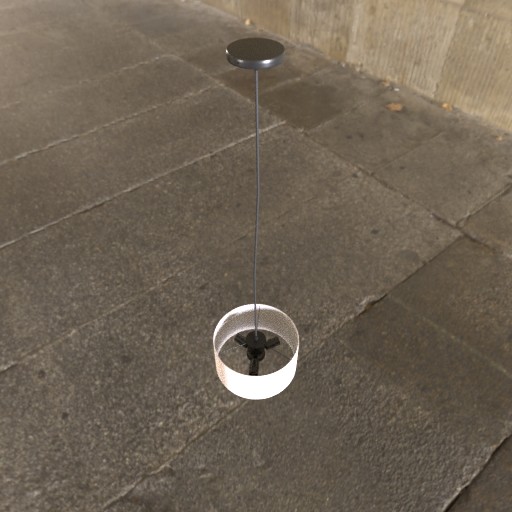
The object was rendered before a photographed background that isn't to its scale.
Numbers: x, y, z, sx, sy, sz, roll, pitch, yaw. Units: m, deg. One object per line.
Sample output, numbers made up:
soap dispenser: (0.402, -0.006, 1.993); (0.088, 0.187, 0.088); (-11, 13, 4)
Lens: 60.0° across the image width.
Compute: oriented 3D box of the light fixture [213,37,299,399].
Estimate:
light fixture: (0.000, 0.000, 1.672); (0.399, 1.516, 0.399); (0, 46, 0)
